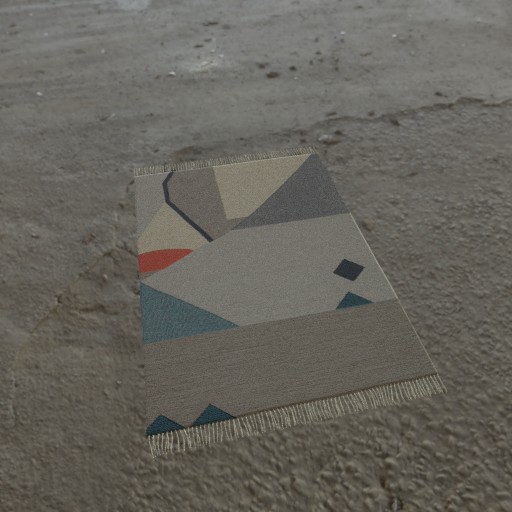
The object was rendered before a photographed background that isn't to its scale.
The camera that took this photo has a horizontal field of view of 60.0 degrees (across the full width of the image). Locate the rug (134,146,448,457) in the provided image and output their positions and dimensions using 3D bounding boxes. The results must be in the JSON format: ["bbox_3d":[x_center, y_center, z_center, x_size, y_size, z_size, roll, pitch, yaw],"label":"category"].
[{"bbox_3d":[0.000,0.000,2.331,1.220,0.005,1.828,-9,48,-8],"label":"rug"}]
